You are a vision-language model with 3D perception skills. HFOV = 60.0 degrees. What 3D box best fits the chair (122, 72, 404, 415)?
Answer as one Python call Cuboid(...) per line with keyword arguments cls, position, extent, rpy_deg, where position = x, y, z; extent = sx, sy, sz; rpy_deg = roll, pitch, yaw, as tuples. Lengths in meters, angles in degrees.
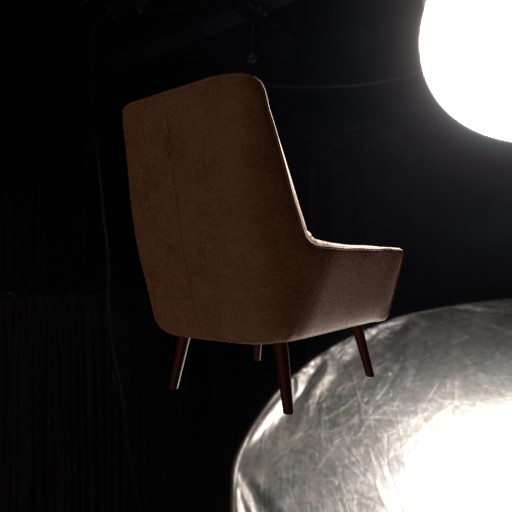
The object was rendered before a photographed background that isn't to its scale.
Cuboid(cls="chair", position=(0.000, 0.000, 1.495), extent=(0.753, 0.883, 0.851), rpy_deg=(-1, -2, 35))
